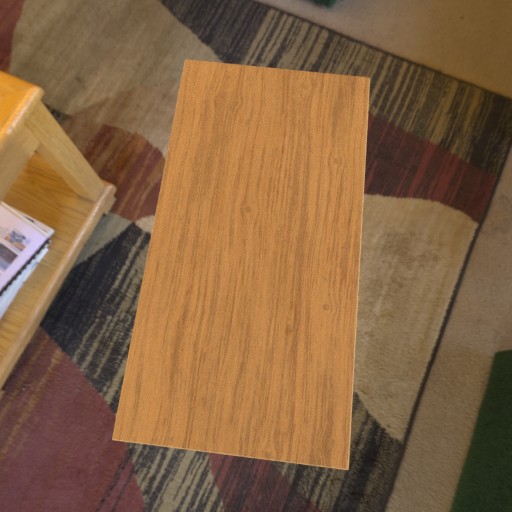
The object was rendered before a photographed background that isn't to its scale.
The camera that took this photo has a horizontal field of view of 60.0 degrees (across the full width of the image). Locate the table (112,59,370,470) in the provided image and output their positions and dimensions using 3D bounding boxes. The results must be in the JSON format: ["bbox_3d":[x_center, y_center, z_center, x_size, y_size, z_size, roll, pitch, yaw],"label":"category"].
[{"bbox_3d":[0.000,0.000,1.672,0.693,0.445,1.331,6,74,2],"label":"table"}]
